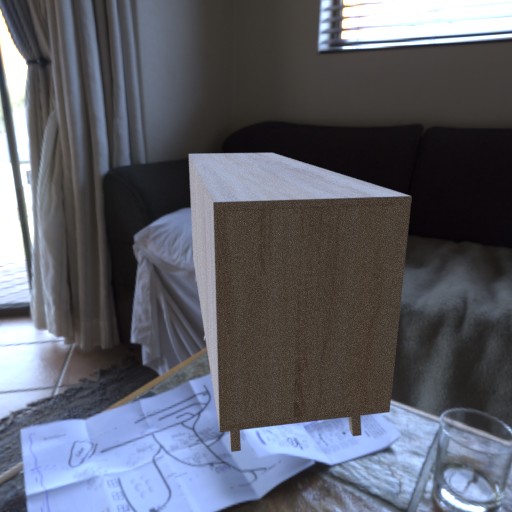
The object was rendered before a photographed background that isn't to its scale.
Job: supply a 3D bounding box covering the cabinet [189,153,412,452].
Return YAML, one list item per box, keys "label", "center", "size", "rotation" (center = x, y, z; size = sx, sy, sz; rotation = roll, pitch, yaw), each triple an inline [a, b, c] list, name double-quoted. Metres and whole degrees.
- label: "cabinet"
  center: [0.000, 0.000, 1.963]
  size: [0.500, 0.780, 1.650]
  rotation: [-3, 17, -10]
